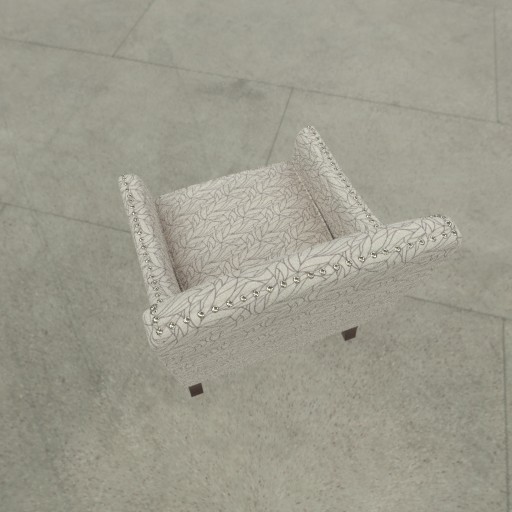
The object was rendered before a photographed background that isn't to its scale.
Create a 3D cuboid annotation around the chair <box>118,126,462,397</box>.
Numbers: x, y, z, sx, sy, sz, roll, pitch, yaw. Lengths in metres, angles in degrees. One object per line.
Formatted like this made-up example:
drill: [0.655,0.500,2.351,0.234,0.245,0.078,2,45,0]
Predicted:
chair: [0.000,0.000,1.269,0.623,0.816,0.651,-17,60,-11]
